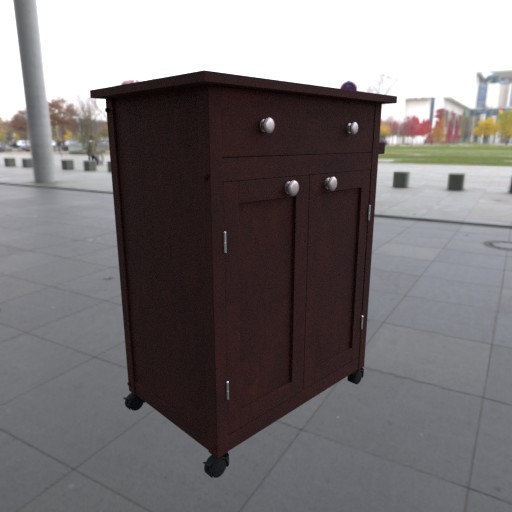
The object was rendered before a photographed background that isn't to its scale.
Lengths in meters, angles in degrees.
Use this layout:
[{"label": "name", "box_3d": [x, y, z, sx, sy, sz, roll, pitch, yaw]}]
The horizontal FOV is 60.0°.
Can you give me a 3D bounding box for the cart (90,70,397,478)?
[{"label": "cart", "box_3d": [0.000, 0.000, 1.251, 0.683, 0.864, 0.442, -14, 20, -43]}]
